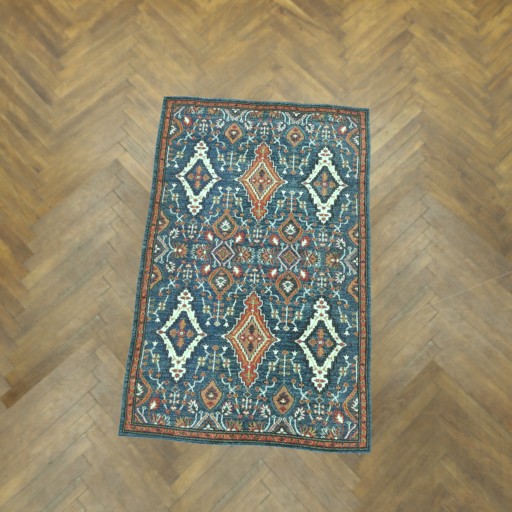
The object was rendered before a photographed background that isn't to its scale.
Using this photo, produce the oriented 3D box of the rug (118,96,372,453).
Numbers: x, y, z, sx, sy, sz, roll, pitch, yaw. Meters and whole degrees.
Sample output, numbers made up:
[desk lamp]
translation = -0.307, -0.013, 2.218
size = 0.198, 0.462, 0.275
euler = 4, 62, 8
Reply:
[rug]
translation = 0.000, 0.000, 2.306
size = 1.195, 0.014, 1.847
euler = 4, 75, 1
